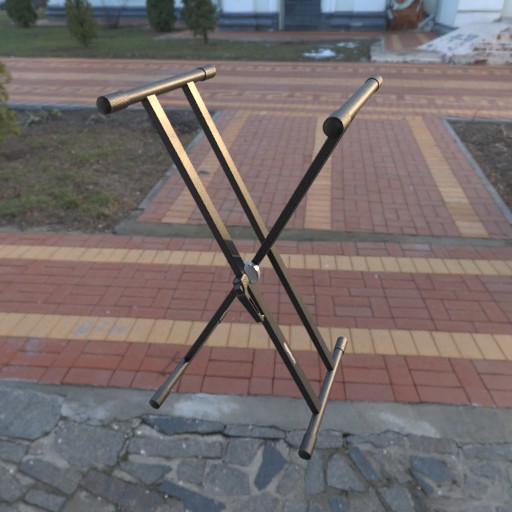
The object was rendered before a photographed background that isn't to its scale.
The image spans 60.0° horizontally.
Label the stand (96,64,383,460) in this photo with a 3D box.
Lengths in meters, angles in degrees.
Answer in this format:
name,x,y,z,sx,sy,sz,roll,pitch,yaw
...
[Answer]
name,x,y,z,sx,sy,sz,roll,pitch,yaw
stand,0.000,0.000,1.226,0.503,0.900,0.495,11,33,18
